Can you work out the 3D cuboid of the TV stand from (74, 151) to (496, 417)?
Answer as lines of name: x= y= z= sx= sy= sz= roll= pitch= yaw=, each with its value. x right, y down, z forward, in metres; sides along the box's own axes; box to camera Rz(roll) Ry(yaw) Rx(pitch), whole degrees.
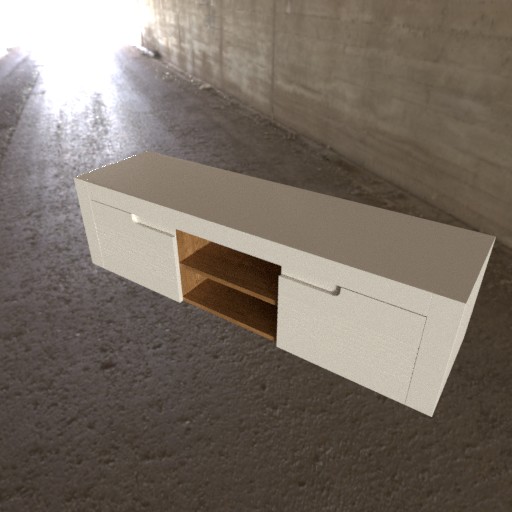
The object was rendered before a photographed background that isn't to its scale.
TV stand: x=0.000 y=0.000 z=1.688 sx=1.500 sy=0.440 sz=0.410 roll=19 pitch=36 yaw=29
